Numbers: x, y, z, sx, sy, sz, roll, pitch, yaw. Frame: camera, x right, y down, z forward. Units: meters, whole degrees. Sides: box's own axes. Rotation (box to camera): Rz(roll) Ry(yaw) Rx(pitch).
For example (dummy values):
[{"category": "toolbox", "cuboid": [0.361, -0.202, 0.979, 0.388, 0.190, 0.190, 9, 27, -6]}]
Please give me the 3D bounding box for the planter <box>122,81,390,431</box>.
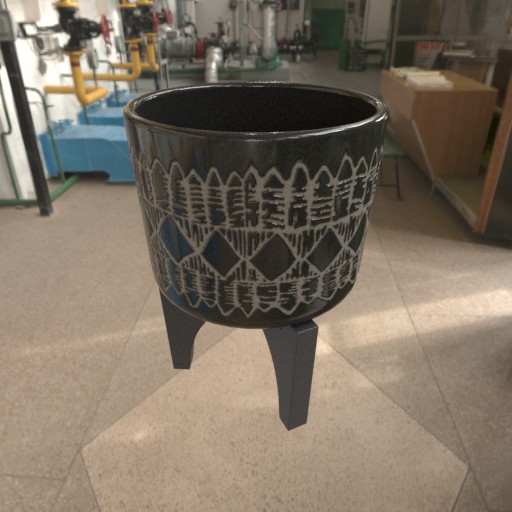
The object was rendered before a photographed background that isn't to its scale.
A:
[{"category": "planter", "cuboid": [0.000, 0.000, 0.264, 0.129, 0.177, 0.129, 0, 30, 0]}]
